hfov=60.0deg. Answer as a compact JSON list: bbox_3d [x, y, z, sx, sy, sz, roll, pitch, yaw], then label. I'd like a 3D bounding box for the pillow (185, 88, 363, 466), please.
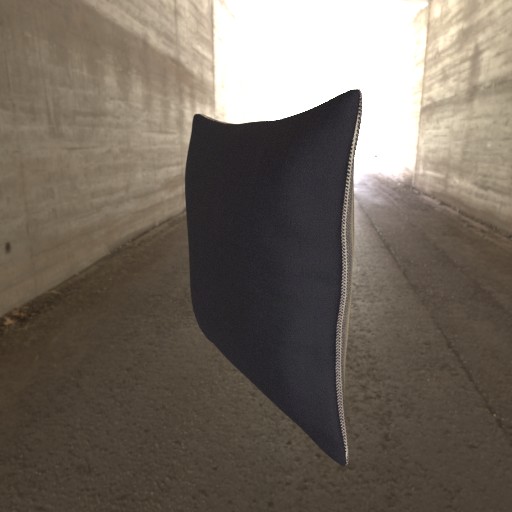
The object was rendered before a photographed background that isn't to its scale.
[{"bbox_3d":[0.000,0.000,0.785,0.166,0.508,0.520,-8,16,-27],"label":"pillow"}]
